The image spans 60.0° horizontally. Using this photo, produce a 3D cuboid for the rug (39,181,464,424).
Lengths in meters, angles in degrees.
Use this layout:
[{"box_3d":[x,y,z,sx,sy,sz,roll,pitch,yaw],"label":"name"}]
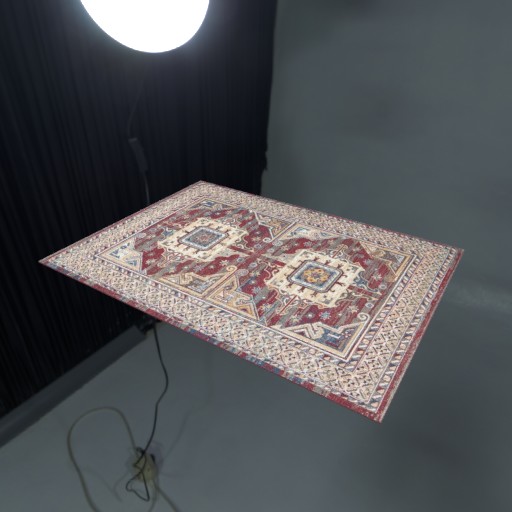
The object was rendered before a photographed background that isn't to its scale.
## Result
[{"box_3d":[0.000,0.000,2.837,2.210,0.011,1.599,19,36,28],"label":"rug"}]
